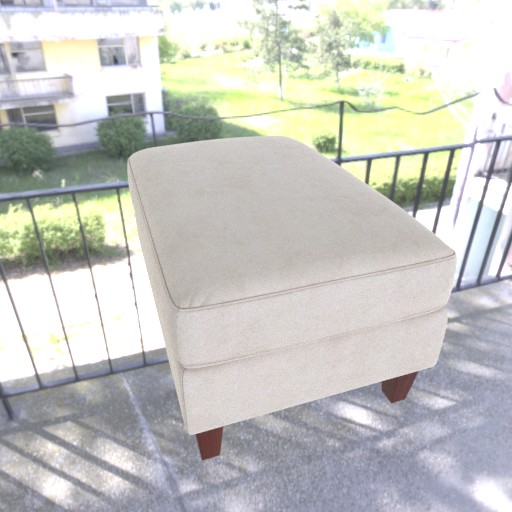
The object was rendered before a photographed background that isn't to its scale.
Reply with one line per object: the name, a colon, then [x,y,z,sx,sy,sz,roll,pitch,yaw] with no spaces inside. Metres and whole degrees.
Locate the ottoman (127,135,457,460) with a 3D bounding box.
ottoman: [0.000,0.000,1.204,0.584,0.483,0.864,-10,32,-16]
